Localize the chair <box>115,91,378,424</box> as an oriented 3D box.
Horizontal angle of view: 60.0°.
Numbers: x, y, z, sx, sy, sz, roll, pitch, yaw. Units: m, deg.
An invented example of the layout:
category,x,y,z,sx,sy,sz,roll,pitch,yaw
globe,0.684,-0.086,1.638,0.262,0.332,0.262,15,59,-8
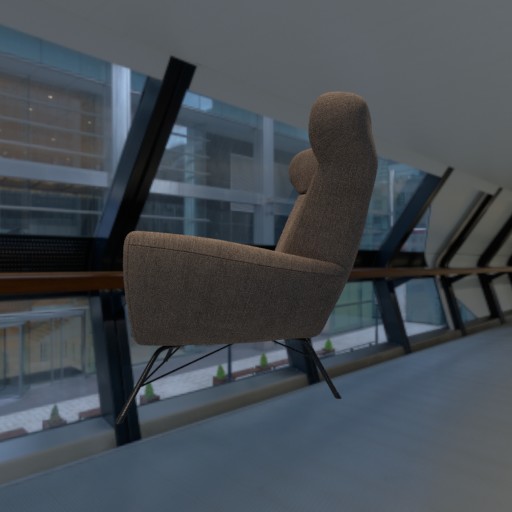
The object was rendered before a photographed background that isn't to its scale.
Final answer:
category,x,y,z,sx,sy,sz,roll,pitch,yaw
chair,0.000,0.000,1.799,0.900,1.040,0.980,0,0,-1
